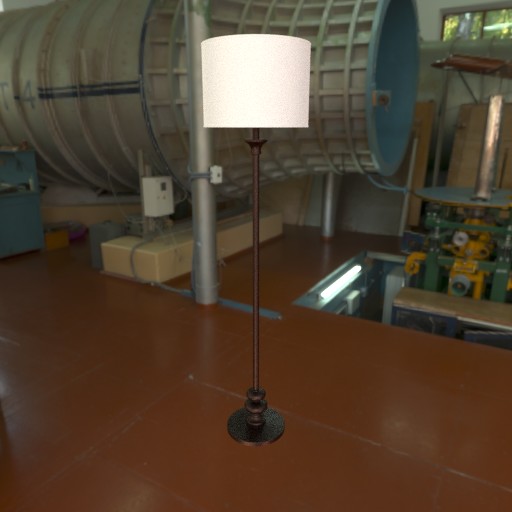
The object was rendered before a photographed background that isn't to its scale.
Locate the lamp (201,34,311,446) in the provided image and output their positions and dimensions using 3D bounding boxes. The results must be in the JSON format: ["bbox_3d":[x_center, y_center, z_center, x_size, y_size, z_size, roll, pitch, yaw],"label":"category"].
[{"bbox_3d":[0.000,0.000,1.647,0.356,1.487,0.356,-8,18,-24],"label":"lamp"}]
